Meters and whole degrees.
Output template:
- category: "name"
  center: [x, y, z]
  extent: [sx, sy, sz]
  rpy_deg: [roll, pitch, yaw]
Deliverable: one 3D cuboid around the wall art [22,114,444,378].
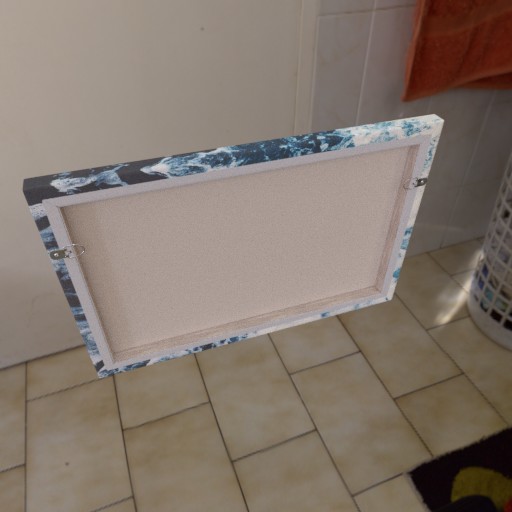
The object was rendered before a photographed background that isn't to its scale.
- category: "wall art"
  center: [0.000, 0.000, 1.131]
  extent: [0.915, 0.610, 0.042]
  rpy_deg: [-13, 43, -14]
